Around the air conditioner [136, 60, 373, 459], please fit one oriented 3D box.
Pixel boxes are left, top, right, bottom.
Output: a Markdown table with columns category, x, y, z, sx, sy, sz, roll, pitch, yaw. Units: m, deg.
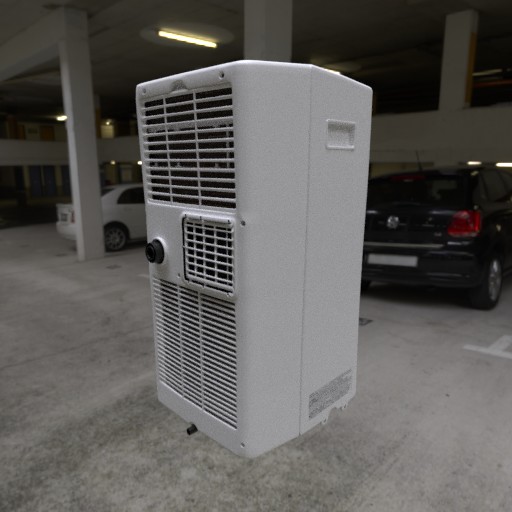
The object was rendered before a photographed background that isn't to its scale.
| category | x | y | z | sx | sy | sz | roll | pitch | yaw |
| --- | --- | --- | --- | --- | --- | --- | --- | --- | --- |
| air conditioner | 0.000 | 0.000 | 0.812 | 0.349 | 0.606 | 0.304 | -12 | 17 | -43 |
